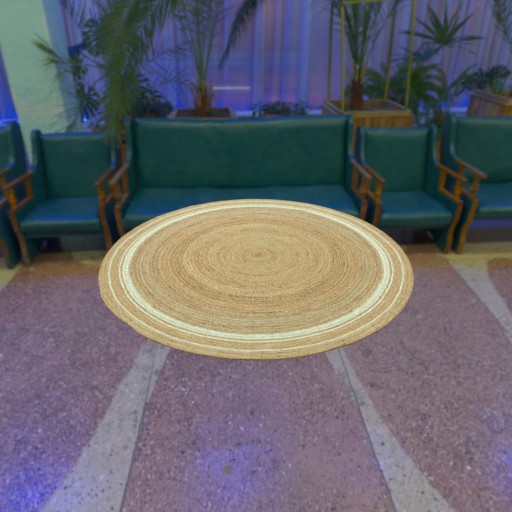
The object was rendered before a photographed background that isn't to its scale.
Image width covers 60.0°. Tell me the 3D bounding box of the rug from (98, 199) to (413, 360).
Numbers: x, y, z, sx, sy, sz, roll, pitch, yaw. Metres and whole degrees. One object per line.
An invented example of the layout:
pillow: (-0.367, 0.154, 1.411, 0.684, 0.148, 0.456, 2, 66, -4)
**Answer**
rug: (0.000, 0.000, 3.605, 2.444, 0.015, 2.444, 0, 29, 0)
